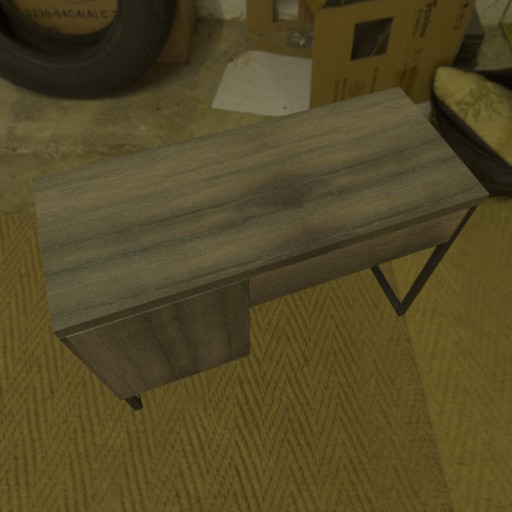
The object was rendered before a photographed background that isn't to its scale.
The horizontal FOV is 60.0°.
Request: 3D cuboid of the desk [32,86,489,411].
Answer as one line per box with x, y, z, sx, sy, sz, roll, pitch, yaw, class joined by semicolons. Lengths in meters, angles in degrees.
0.000;0.000;1.516;1.134;0.752;0.511;-17;59;-11;desk
